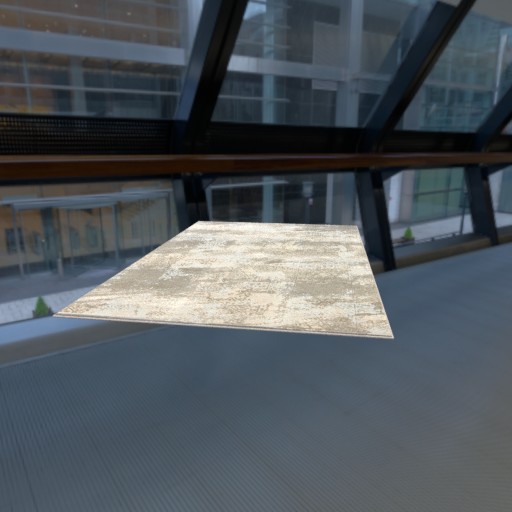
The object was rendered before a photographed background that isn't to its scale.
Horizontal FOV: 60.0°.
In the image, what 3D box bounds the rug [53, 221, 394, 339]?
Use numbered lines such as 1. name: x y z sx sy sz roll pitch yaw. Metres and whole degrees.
1. rug: 0.000 0.000 3.108 1.536 0.012 2.431 2 15 9
